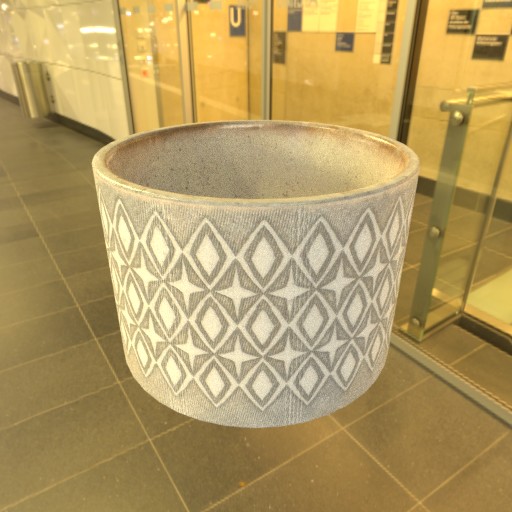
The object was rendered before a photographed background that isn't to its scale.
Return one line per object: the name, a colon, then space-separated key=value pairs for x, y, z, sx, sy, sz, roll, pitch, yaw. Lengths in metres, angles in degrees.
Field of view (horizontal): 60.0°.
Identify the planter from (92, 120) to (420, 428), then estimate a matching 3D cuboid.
planter: x=0.000 y=0.000 z=0.297 sx=0.186 sy=0.144 sz=0.186 roll=0 pitch=27 yaw=0
